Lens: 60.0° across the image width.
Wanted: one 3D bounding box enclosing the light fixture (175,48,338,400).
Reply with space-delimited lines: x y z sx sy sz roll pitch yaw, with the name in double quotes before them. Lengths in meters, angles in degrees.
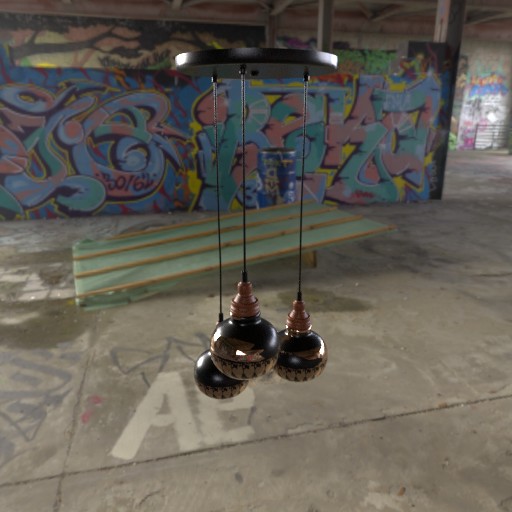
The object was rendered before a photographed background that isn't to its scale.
"light fixture" 0.000 0.000 1.725 0.608 1.410 0.605 2 17 6
